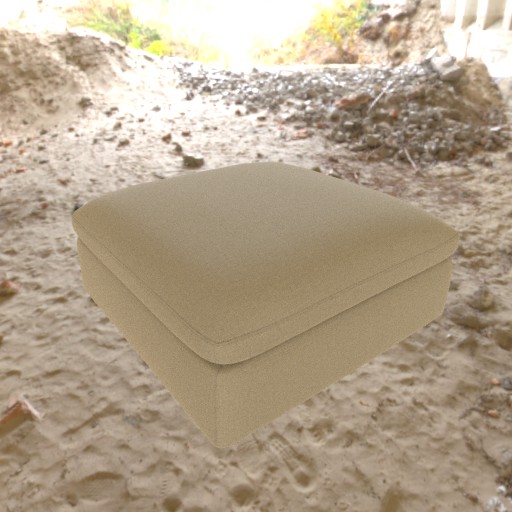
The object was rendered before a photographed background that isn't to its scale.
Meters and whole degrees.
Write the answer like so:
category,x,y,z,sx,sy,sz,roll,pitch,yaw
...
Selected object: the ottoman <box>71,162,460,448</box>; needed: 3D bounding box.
category,x,y,z,sx,sy,sz,roll,pitch,yaw
ottoman,0.000,0.000,1.550,0.977,0.467,0.996,-19,33,-33
